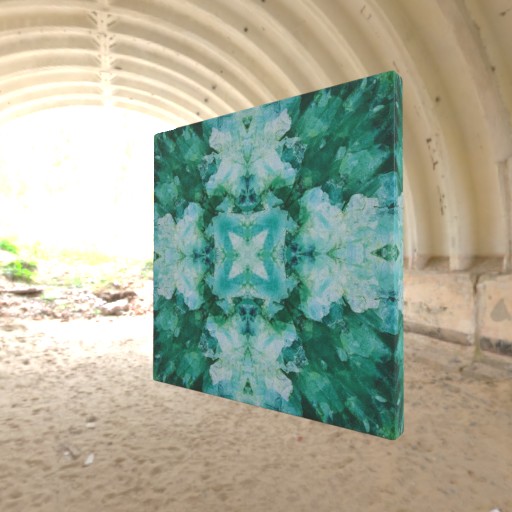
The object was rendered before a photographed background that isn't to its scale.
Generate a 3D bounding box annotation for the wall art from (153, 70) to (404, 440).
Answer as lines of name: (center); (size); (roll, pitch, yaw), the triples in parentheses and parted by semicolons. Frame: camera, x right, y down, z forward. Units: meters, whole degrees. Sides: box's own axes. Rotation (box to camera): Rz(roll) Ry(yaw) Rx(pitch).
wall art: (0.000, 0.000, 0.773); (0.507, 0.508, 0.038); (0, -1, 37)
